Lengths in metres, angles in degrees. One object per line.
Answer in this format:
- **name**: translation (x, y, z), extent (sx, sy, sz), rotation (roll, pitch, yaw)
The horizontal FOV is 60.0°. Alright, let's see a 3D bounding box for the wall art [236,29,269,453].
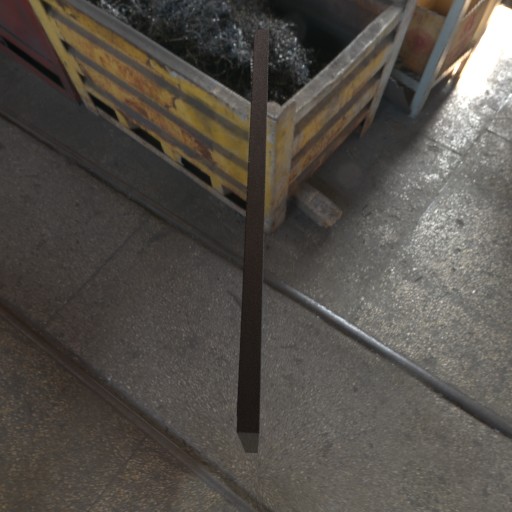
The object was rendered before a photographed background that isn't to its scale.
- **wall art**: translation (0.000, 0.000, 0.833), extent (0.027, 0.458, 0.657), rotation (1, 64, 1)
